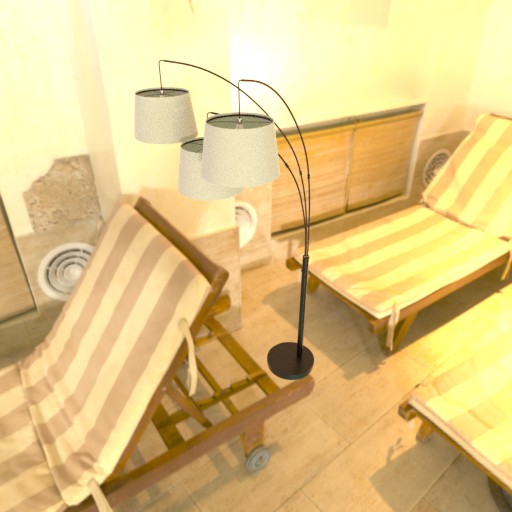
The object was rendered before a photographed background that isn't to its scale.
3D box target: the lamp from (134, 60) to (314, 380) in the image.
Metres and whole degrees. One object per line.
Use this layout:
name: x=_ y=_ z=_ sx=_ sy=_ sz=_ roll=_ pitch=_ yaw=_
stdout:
lamp: x=0.000 y=0.000 z=2.419 sx=0.924 sy=1.950 sz=0.951 roll=-20 pitch=36 yaw=-29
